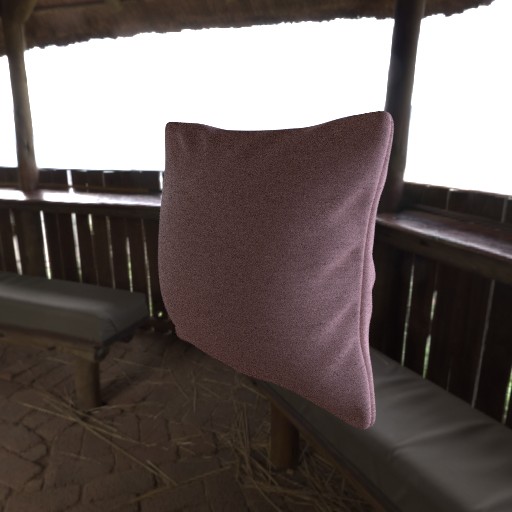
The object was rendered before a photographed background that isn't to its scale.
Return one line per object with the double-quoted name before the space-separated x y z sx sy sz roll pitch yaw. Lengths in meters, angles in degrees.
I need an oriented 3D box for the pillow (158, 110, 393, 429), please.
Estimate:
"pillow" 0.000 0.000 0.690 0.432 0.415 0.246 14 20 42
